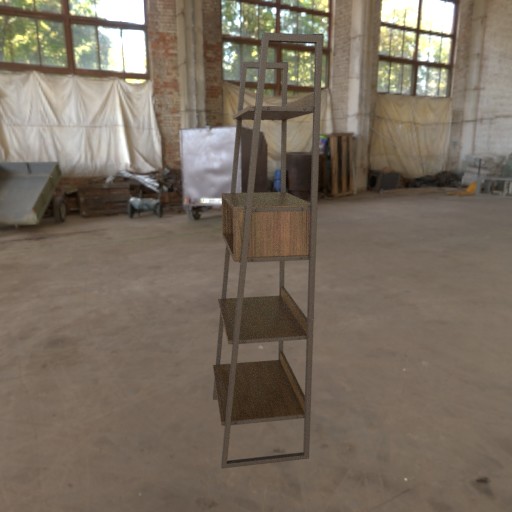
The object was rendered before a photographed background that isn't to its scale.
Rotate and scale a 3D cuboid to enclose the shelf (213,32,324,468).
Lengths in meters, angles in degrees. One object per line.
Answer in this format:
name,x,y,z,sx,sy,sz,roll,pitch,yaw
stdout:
shelf,0.000,0.000,2.317,0.454,2.005,0.652,-2,14,-9
